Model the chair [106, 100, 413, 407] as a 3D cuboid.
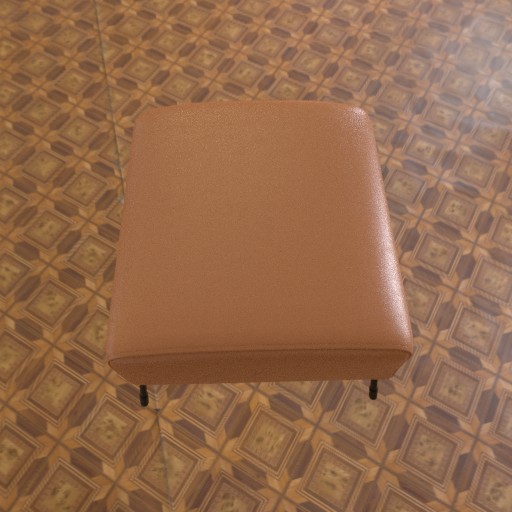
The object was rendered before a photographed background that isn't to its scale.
[{"bbox_3d":[0.000,0.000,0.925,0.530,0.410,0.530,-1,63,-1],"label":"chair"}]
